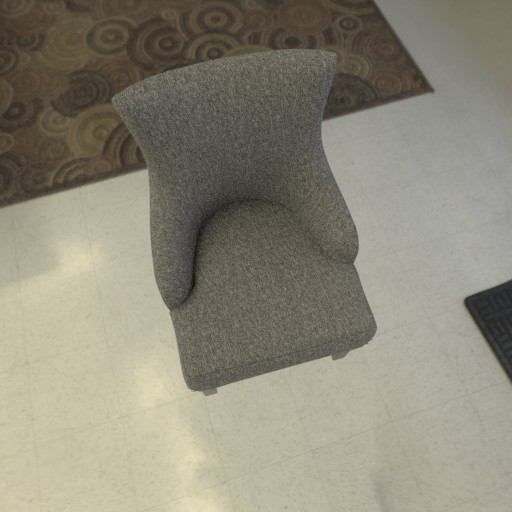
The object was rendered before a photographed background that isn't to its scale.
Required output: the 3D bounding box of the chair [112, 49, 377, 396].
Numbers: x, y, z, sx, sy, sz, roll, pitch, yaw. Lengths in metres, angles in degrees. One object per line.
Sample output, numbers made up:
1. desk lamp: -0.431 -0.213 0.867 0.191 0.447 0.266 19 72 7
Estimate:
1. chair: 0.000 0.000 1.279 0.566 0.909 0.629 -14 66 -6
